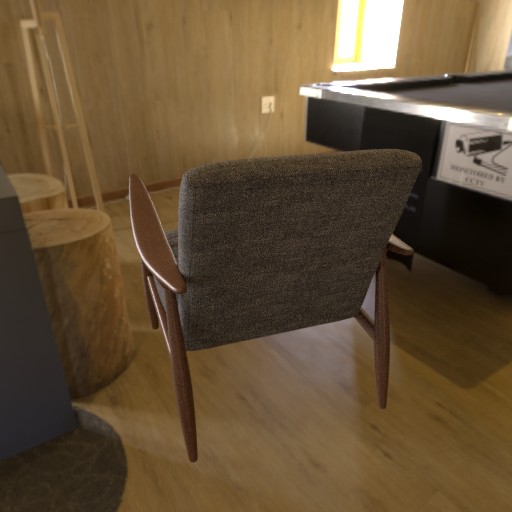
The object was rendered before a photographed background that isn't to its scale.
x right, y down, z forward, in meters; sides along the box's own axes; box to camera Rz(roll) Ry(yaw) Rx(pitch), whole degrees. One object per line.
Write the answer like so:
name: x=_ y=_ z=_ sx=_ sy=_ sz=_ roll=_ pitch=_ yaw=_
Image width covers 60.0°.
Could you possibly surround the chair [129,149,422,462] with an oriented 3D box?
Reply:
chair: x=0.000 y=0.000 z=1.437 sx=0.741 sy=0.832 sz=0.798 roll=-9 pitch=29 yaw=-16
